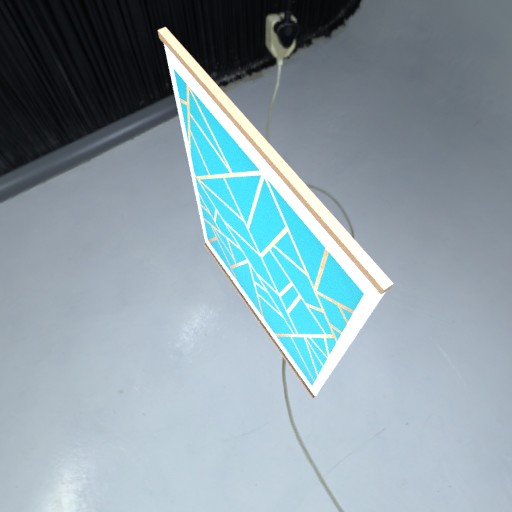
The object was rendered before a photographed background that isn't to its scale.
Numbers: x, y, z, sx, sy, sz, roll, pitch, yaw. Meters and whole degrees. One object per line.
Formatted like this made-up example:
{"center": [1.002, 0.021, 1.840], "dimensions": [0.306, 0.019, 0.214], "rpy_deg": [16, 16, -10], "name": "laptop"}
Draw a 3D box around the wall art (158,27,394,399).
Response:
{"center": [0.000, 0.000, 0.784], "dimensions": [0.012, 0.608, 0.459], "rpy_deg": [-31, 67, -15], "name": "wall art"}
